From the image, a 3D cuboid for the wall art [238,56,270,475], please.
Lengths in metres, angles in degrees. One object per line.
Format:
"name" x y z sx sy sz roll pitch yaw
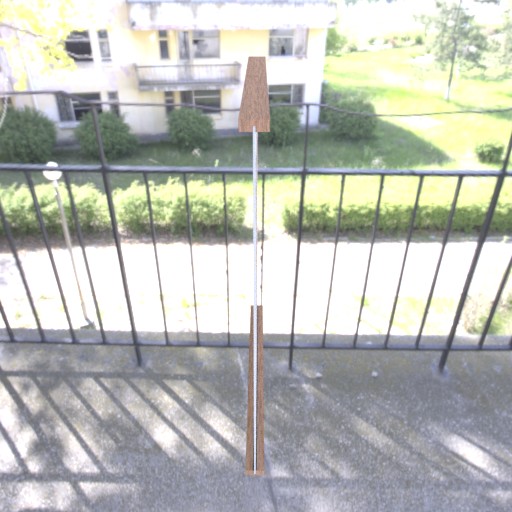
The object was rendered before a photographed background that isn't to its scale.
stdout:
"wall art" 0.000 0.000 0.699 0.028 0.527 0.403 0 31 0
